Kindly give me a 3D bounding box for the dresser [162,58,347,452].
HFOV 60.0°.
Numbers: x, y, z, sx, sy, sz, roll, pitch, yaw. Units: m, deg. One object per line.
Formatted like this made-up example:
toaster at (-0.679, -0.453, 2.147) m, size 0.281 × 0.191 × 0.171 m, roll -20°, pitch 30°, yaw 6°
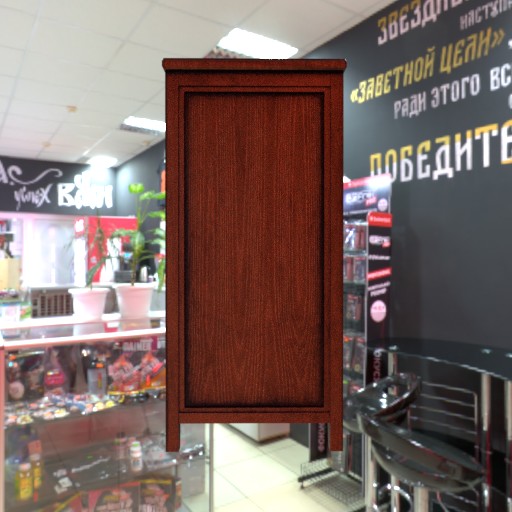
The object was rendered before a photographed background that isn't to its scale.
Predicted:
dresser at (0.000, 0.000, 1.990) m, size 0.591 × 1.224 × 1.250 m, roll 0°, pitch 0°, yaw -1°
